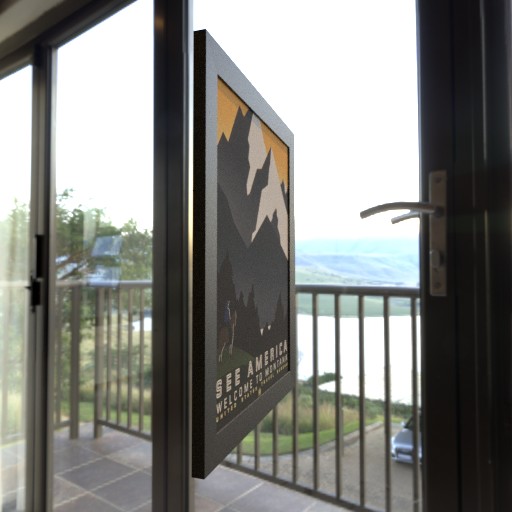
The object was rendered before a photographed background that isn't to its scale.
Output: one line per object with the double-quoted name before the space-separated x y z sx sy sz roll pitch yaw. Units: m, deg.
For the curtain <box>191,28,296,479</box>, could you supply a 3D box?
"curtain" 0.000 0.000 0.807 0.027 0.585 0.483 -1 -2 19
